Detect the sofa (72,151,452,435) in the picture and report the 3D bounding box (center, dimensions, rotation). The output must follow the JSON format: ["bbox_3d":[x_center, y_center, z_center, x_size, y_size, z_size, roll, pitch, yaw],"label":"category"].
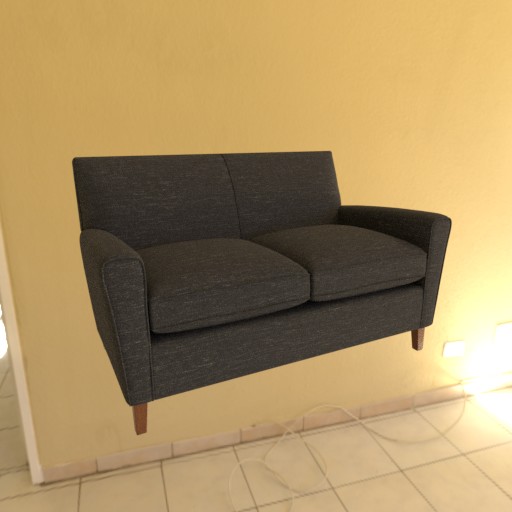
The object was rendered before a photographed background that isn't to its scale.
[{"bbox_3d":[0.000,0.000,1.953,1.420,0.846,0.875,-8,18,-26],"label":"sofa"}]
